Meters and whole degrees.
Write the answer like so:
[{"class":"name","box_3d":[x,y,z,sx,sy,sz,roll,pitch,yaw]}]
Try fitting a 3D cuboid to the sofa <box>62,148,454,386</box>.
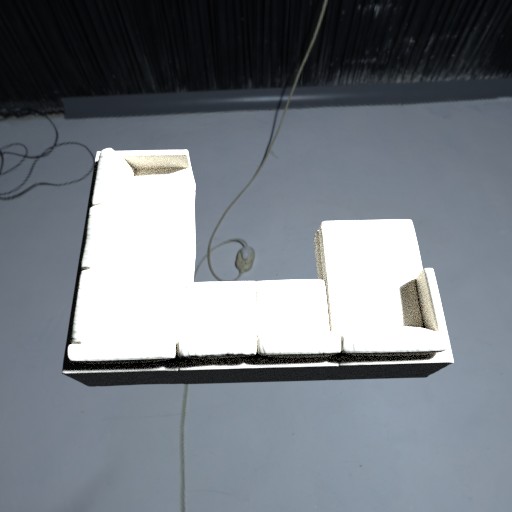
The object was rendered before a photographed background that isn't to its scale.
[{"class":"sofa","box_3d":[0.000,0.000,4.601,3.464,0.882,2.448,-2,64,-1]}]
